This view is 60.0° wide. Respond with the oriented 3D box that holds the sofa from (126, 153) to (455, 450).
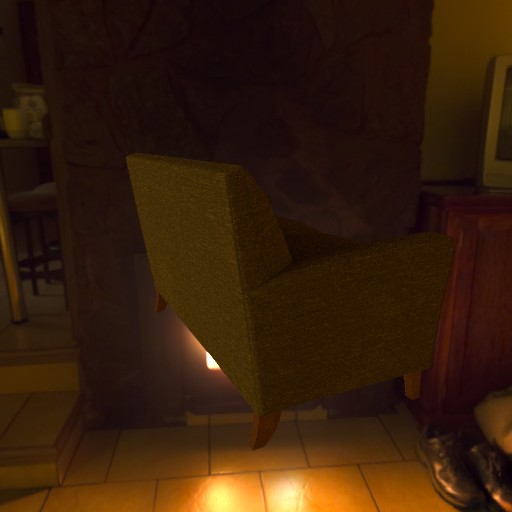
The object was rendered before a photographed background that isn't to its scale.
[{"bbox_3d":[0.000,0.000,2.049,0.867,0.905,1.509,-7,16,-25],"label":"sofa"}]
